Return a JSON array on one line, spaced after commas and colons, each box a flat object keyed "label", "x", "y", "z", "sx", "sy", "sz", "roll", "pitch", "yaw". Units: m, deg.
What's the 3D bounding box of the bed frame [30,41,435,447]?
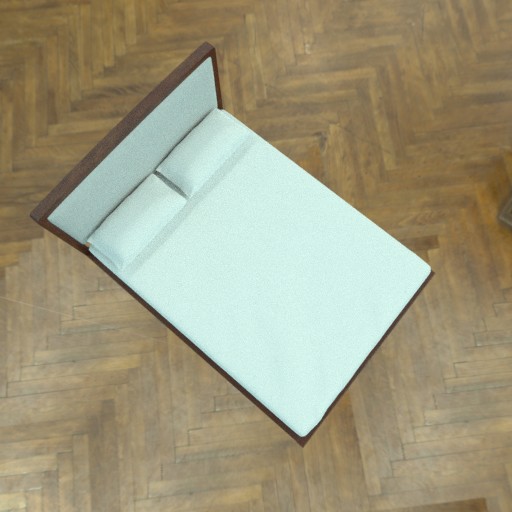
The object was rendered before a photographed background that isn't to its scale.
[{"label": "bed frame", "x": 0.000, "y": 0.000, "z": 3.176, "sx": 2.171, "sy": 1.279, "sz": 1.587, "roll": 39, "pitch": 79, "yaw": 9}]
